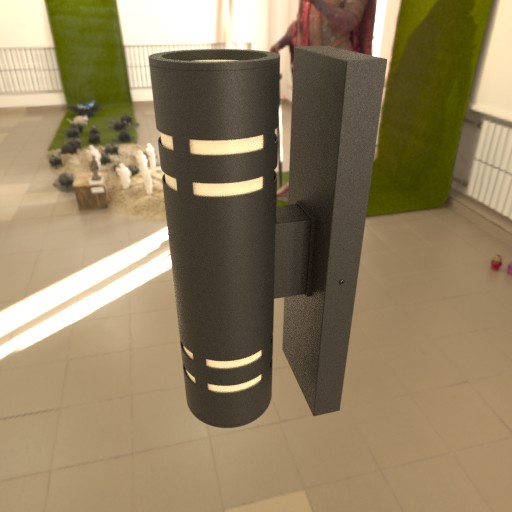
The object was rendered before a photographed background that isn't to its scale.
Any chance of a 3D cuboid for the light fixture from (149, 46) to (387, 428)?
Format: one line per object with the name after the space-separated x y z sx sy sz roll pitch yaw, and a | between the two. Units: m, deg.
0.000 0.000 0.396 0.149 0.330 0.105 -8 31 -13 | light fixture
